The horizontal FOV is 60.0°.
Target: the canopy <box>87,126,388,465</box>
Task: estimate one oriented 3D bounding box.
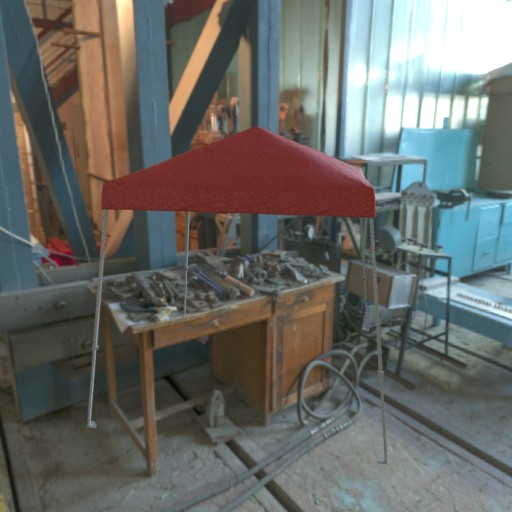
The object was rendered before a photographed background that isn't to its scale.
[{"bbox_3d":[0.000,0.000,6.401,3.599,3.600,3.600,3,15,10],"label":"canopy"}]
